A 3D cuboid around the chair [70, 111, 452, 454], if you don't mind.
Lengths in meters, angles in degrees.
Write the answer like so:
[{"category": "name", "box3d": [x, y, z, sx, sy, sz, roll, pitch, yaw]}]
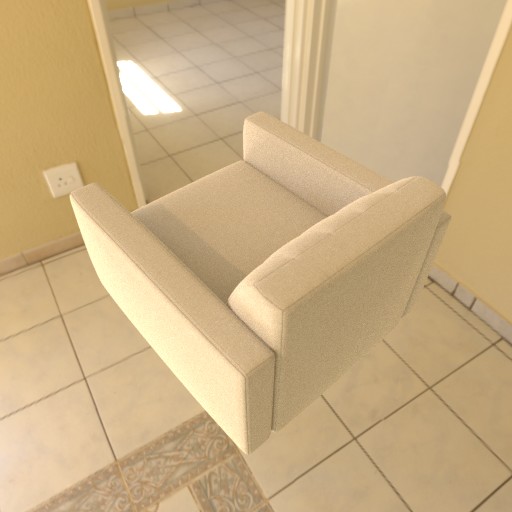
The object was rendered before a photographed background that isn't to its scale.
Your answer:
[{"category": "chair", "box3d": [0.000, 0.000, 1.665, 0.953, 0.819, 0.998, -32, 53, -28]}]
